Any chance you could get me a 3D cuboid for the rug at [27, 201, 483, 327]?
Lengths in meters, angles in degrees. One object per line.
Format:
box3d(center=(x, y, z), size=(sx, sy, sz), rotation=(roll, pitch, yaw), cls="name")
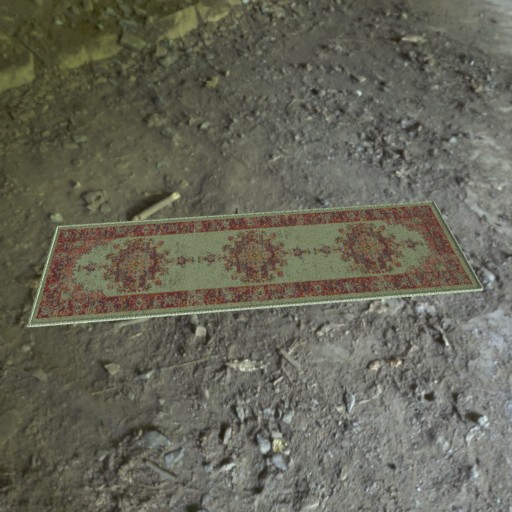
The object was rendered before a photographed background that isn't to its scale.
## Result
box3d(center=(0.000, 0.000, 1.943), size=(1.824, 0.009, 0.562), rotation=(-4, 48, -4), cls="rug")
